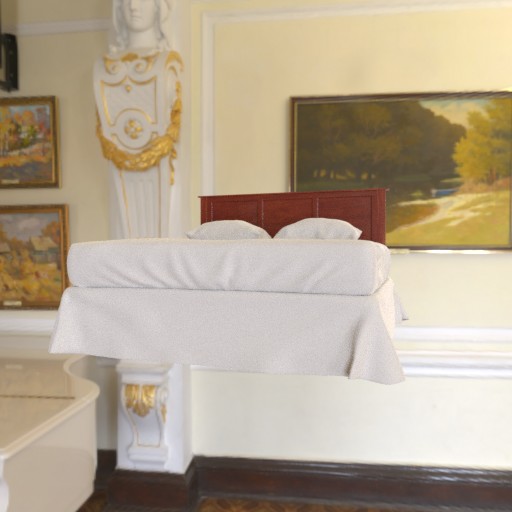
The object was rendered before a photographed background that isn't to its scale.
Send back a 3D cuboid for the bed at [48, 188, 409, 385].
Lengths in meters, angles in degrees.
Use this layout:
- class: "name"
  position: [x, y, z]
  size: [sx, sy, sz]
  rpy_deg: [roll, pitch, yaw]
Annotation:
- class: "bed"
  position: [0.000, 0.000, 3.520]
  size: [2.314, 1.271, 2.219]
  rpy_deg: [0, 1, 19]
